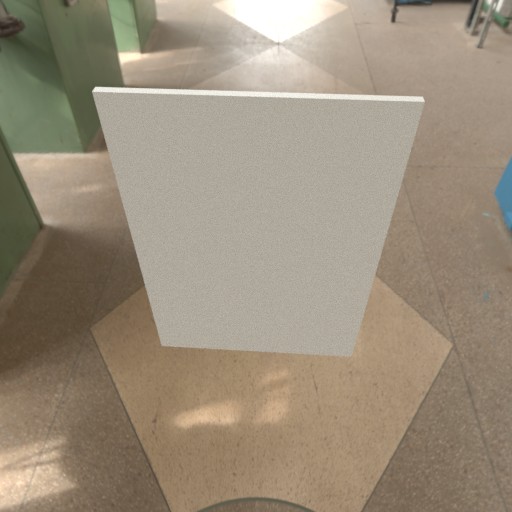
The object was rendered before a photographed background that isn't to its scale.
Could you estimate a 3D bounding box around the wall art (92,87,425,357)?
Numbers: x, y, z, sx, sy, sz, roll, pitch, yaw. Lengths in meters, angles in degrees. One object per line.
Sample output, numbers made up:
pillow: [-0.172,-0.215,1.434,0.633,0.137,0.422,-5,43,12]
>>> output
wall art: [0.000,0.000,0.701,0.381,0.533,0.013,3,46,3]
